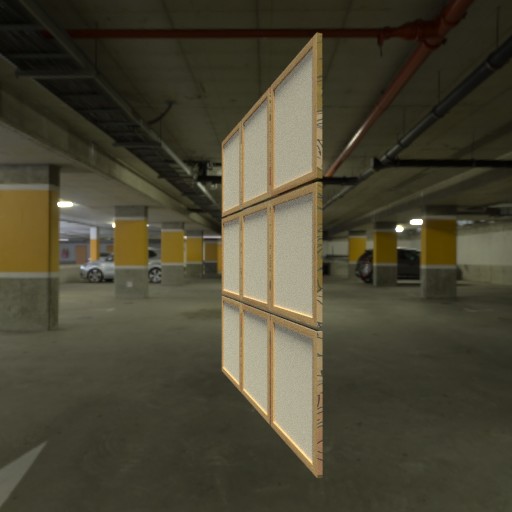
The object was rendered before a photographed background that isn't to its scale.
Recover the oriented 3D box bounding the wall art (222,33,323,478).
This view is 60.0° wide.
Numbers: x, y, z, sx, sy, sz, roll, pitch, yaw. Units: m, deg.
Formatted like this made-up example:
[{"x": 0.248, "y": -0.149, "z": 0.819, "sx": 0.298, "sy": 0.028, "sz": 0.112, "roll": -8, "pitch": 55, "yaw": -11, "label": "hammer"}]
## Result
[{"x": 0.000, "y": 0.000, "z": 1.343, "sx": 0.013, "sy": 0.913, "sz": 0.904, "roll": 0, "pitch": 0, "yaw": -17, "label": "wall art"}]
